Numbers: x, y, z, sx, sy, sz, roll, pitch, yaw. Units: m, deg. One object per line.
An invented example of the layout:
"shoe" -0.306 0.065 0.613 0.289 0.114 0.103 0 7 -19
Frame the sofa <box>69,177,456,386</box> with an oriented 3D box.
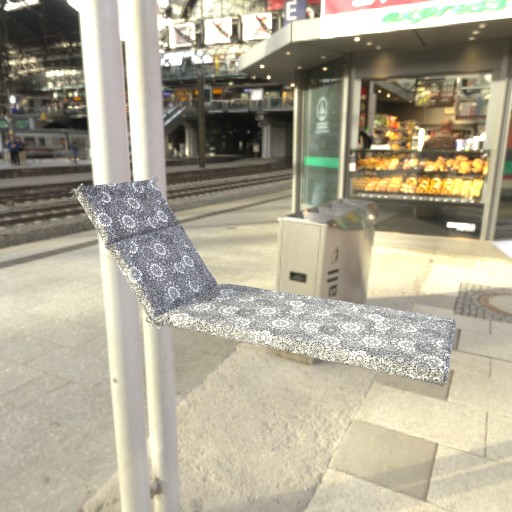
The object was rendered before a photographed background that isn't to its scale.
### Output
"sofa" 0.000 0.000 1.974 1.663 0.622 0.582 7 15 26
